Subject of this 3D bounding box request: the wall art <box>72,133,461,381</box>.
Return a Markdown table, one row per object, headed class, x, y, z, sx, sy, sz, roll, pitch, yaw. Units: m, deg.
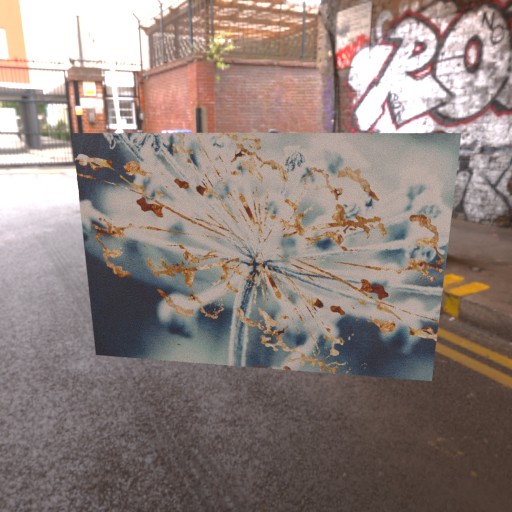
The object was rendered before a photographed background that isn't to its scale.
| class | x | y | z | sx | sy | sz | roll | pitch | yaw |
| --- | --- | --- | --- | --- | --- | --- | --- | --- | --- |
| wall art | 0.000 | 0.000 | 0.757 | 0.607 | 0.405 | 0.036 | 2 | 16 | 8 |
